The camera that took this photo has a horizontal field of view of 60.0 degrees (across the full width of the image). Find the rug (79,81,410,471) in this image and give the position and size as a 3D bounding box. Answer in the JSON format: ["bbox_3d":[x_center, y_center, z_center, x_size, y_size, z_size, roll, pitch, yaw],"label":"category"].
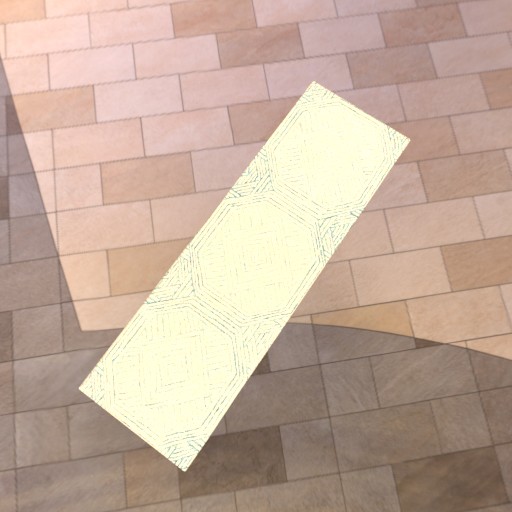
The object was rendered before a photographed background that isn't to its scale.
[{"bbox_3d":[0.000,0.000,2.727,0.775,0.012,2.452,34,79,8],"label":"rug"}]
